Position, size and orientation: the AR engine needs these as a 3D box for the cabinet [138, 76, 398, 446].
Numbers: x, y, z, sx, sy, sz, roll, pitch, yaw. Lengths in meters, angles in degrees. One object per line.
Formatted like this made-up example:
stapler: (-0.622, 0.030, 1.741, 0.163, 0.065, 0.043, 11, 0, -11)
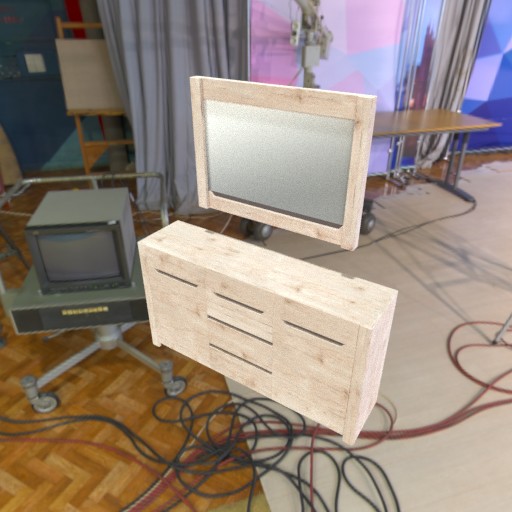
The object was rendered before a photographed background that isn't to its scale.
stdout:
cabinet: (0.000, 0.000, 2.790, 1.700, 1.981, 0.420, 18, 35, 28)
